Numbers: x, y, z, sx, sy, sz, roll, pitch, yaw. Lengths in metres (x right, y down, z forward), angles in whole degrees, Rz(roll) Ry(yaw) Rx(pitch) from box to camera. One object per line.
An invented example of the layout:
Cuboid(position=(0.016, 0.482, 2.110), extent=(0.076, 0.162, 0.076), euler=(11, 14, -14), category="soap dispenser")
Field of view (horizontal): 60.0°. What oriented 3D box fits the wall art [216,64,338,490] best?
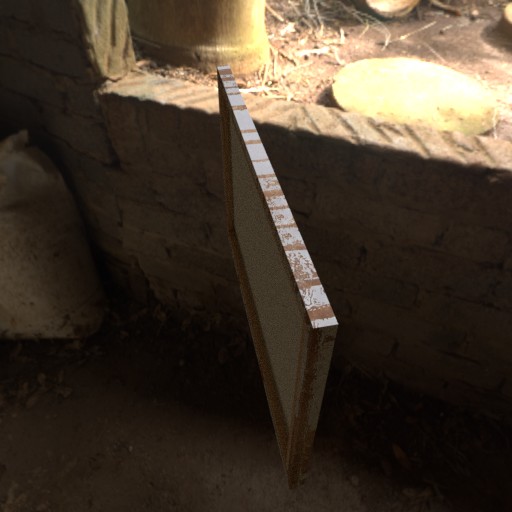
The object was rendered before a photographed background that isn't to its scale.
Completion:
Cuboid(position=(0.000, 0.000, 1.120), extent=(0.035, 0.609, 0.914), euler=(-8, 45, -8), category="wall art")
